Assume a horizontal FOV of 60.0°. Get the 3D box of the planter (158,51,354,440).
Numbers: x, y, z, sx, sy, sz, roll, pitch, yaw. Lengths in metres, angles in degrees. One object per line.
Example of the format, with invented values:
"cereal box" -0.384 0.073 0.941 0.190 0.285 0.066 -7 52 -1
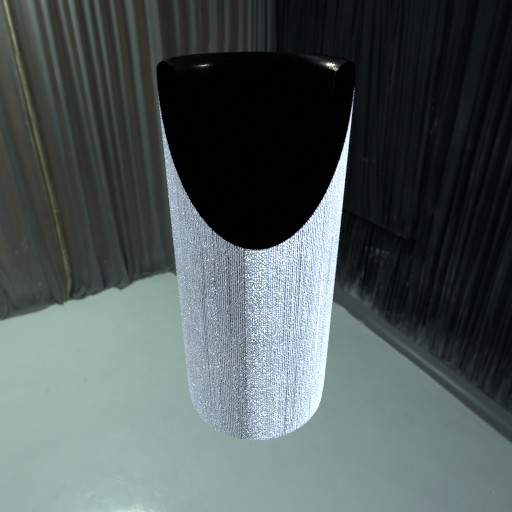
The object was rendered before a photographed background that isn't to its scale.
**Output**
"planter" 0.000 0.000 0.127 0.045 0.103 0.045 -19 35 -30
